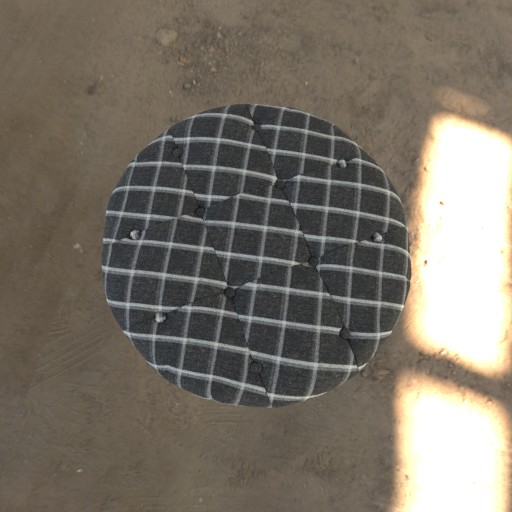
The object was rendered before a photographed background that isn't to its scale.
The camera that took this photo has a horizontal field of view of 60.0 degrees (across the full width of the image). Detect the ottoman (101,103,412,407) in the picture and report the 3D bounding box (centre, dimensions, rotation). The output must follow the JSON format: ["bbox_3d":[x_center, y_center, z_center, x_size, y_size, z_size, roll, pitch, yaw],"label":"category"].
[{"bbox_3d":[0.000,0.000,1.404,0.901,0.439,0.901,0,73,0],"label":"ottoman"}]
